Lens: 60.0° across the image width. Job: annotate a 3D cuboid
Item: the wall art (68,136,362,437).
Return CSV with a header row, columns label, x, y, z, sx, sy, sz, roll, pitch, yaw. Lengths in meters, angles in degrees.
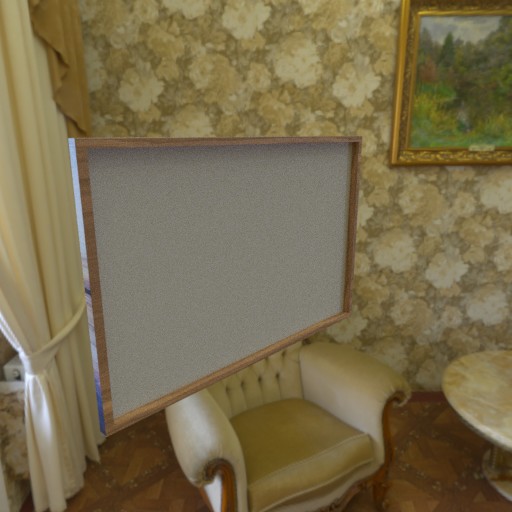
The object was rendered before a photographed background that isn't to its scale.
label,x,y,z,sx,sy,sz,roll,pitch,yaw
wall art,0.000,0.000,1.455,1.137,0.756,0.034,-15,21,-43
